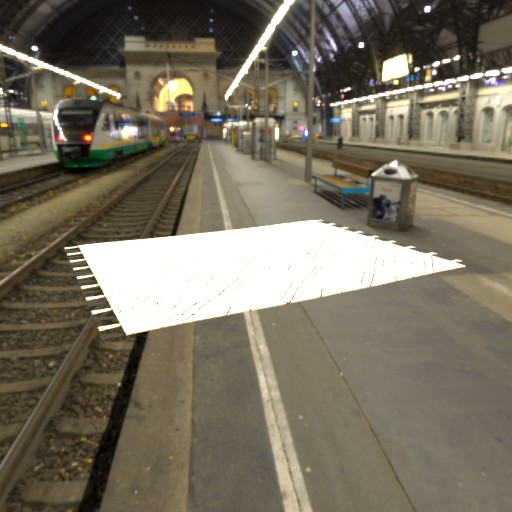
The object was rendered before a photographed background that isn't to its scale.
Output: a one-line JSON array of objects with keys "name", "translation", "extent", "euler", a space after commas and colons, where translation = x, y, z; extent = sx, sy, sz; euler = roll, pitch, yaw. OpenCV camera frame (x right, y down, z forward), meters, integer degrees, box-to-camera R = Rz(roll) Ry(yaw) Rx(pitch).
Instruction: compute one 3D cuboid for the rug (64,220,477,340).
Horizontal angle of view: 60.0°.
[{"name": "rug", "translation": [0.000, 0.000, 4.228], "extent": [3.221, 0.026, 2.342], "euler": [-8, 18, -26]}]
